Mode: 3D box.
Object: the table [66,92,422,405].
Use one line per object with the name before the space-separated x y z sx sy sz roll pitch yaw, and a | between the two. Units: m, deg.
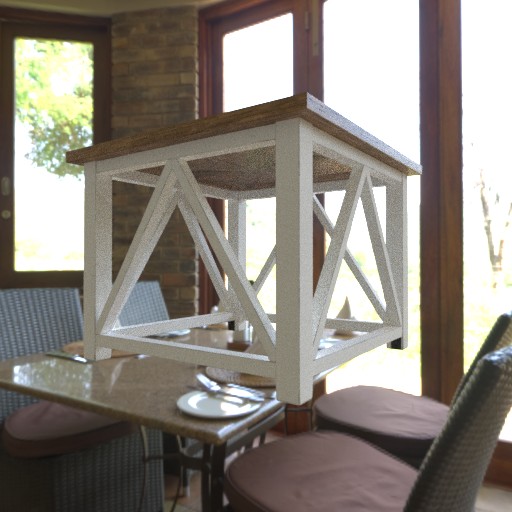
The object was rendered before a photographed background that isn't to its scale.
table | 0.000 0.000 1.216 0.700 0.532 0.700 0 -1 35
